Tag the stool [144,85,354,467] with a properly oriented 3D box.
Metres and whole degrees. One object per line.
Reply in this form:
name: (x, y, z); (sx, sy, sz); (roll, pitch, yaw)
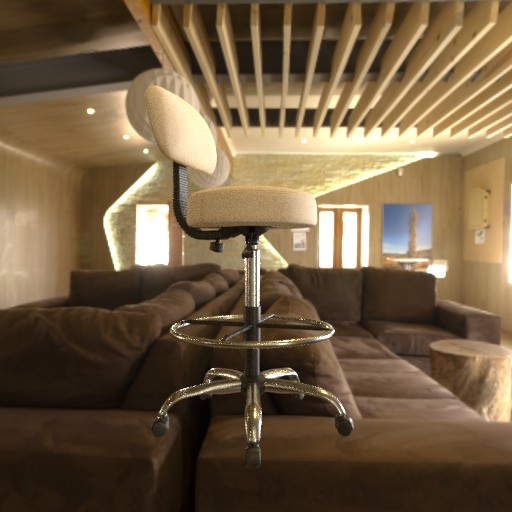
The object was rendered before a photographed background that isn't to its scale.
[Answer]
stool: (0.000, 0.000, 1.425); (0.616, 1.080, 0.609); (0, 0, 18)
